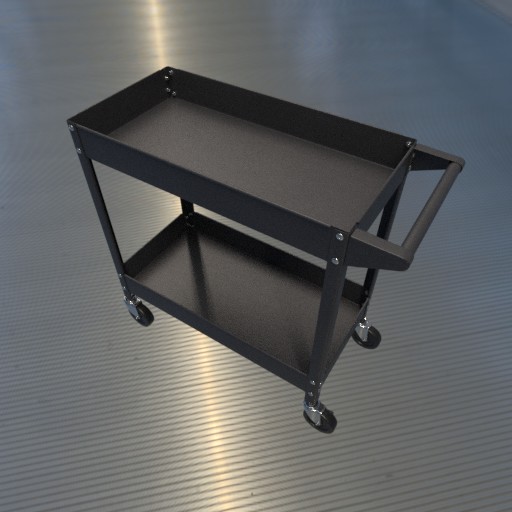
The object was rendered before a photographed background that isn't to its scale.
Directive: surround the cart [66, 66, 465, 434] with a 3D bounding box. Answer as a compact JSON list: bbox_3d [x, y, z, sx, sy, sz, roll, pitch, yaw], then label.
[{"bbox_3d":[0.000,0.000,1.171,0.779,0.719,0.366,25,51,22],"label":"cart"}]
